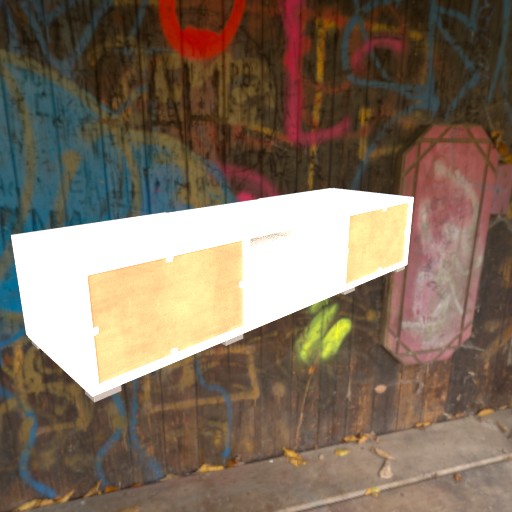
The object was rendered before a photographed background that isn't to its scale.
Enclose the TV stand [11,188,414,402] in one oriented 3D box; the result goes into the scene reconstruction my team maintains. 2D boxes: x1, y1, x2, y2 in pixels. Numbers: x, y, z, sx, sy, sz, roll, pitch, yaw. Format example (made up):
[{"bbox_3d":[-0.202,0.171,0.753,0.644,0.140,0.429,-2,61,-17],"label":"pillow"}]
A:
[{"bbox_3d":[0.000,0.000,1.537,1.400,0.310,0.420,-15,22,-42],"label":"TV stand"}]
